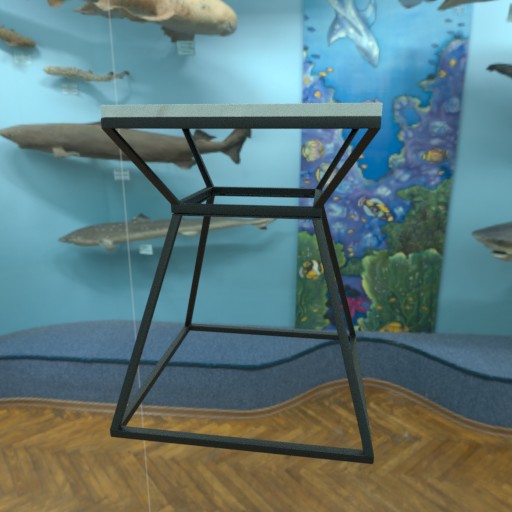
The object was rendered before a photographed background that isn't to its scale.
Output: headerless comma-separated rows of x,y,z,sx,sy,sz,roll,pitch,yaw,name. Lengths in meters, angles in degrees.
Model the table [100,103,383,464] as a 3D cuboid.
0.000,0.000,0.892,0.455,0.559,0.455,2,16,8,table
